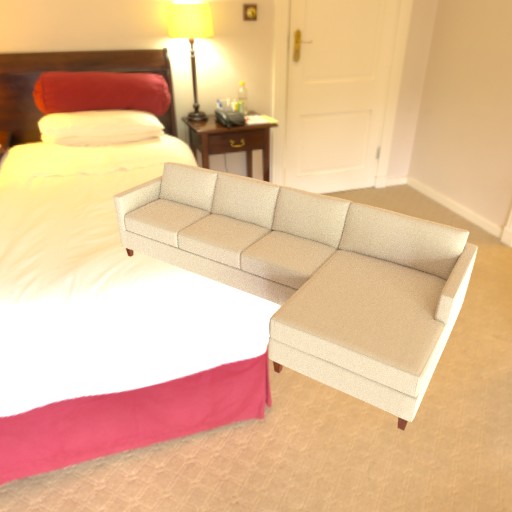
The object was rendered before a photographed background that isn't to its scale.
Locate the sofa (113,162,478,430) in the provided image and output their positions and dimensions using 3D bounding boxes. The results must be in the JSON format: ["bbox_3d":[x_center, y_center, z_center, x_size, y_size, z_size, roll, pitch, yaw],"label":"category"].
[{"bbox_3d":[0.000,0.000,4.106,3.471,0.954,1.599,18,34,28],"label":"sofa"}]
